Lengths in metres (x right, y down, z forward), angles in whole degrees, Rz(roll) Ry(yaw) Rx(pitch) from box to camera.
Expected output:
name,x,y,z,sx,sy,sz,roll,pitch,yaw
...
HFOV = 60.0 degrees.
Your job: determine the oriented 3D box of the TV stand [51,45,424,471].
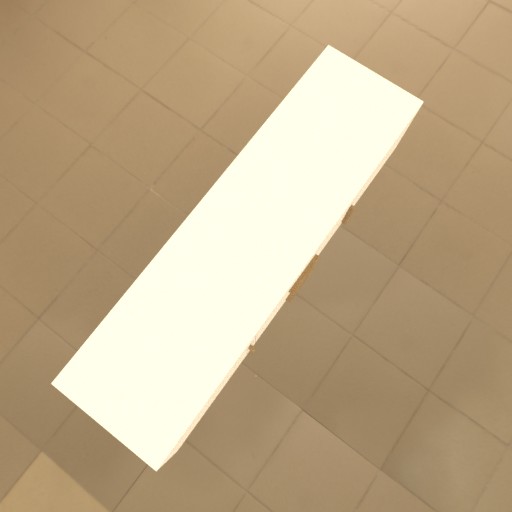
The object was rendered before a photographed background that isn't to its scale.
name,x,y,z,sx,sy,sz,roll,pitch,yaw
TV stand,0.000,0.000,1.627,0.401,0.560,1.398,35,78,9
